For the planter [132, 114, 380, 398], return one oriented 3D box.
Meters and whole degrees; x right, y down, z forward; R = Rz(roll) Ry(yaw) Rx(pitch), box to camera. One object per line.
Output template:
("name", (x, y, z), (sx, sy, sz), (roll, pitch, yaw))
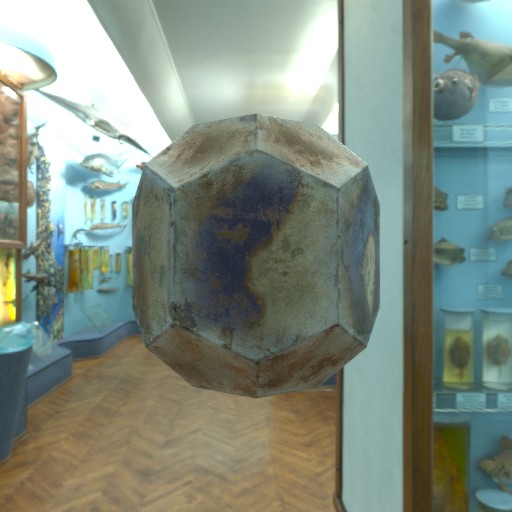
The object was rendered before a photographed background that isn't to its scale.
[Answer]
("planter", (0.000, 0.000, 0.435), (0.243, 0.238, 0.221), (0, 0, 0))
